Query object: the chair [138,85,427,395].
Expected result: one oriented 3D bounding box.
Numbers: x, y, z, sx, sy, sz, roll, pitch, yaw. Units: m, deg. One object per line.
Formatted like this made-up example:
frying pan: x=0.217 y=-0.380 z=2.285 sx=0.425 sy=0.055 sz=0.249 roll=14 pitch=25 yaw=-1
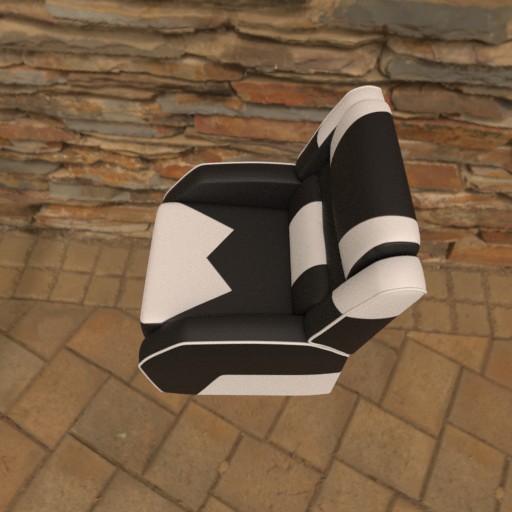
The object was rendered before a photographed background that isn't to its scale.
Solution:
chair: x=0.000 y=0.000 z=1.310 sx=0.672 sy=0.805 sz=0.620 roll=0 pitch=58 yaw=0
